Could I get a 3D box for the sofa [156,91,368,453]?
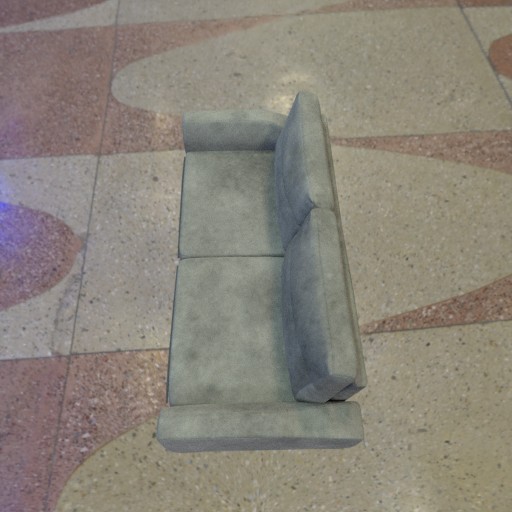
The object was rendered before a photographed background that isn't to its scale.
[{"bbox_3d":[0.000,0.000,2.311,0.849,0.859,1.837,-1,59,-1],"label":"sofa"}]
